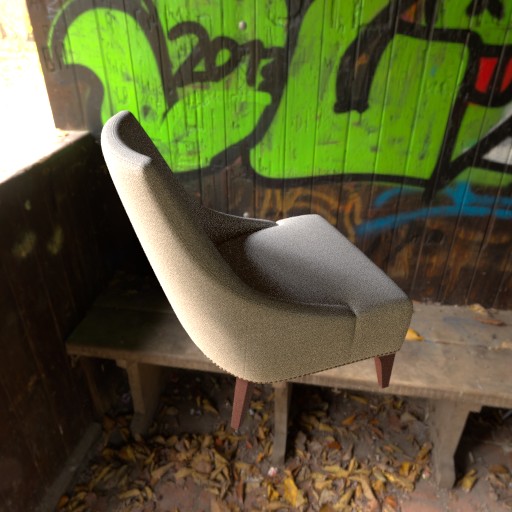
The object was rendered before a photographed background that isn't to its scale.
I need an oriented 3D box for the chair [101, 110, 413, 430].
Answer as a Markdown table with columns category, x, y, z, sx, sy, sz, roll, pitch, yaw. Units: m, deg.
| category | x | y | z | sx | sy | sz | roll | pitch | yaw |
| --- | --- | --- | --- | --- | --- | --- | --- | --- | --- |
| chair | 0.000 | 0.000 | 1.507 | 0.861 | 0.909 | 0.701 | -10 | 32 | -17 |
